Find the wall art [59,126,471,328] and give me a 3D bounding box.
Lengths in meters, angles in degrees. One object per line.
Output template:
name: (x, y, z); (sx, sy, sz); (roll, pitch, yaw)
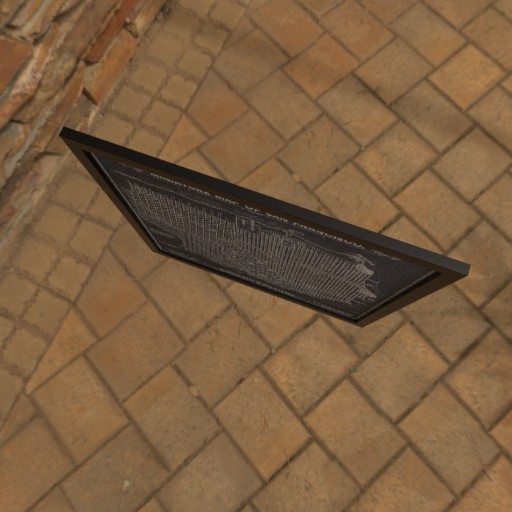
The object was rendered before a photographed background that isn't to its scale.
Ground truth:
wall art: (0.000, 0.000, 0.687); (0.457, 0.458, 0.012); (20, 75, 5)
